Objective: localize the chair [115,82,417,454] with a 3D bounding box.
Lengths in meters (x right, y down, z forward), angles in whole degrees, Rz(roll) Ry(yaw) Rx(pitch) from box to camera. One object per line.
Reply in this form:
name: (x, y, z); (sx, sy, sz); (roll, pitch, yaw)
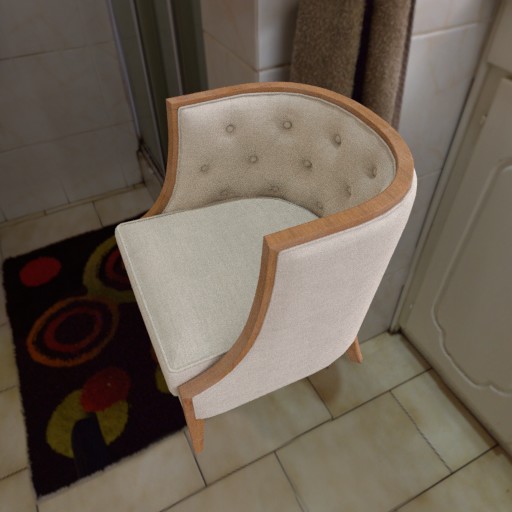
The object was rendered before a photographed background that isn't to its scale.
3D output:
chair: (0.000, 0.000, 1.375); (0.757, 0.775, 0.711); (-18, 48, -17)
